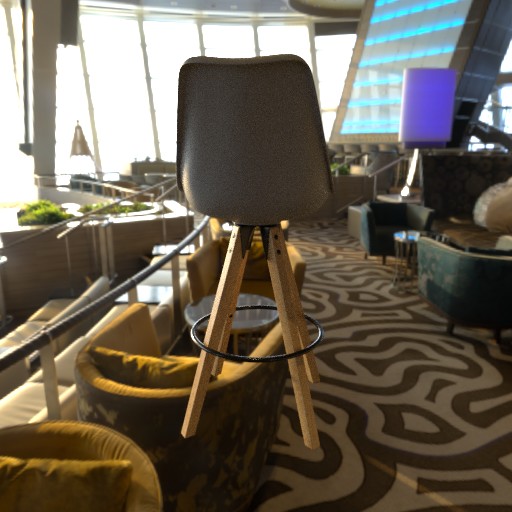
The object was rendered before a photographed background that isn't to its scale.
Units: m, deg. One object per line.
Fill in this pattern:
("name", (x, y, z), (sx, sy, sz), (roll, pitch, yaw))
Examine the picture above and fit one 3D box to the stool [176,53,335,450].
("stool", (0.000, 0.000, 1.433), (0.485, 1.115, 0.550), (2, 14, 8))
